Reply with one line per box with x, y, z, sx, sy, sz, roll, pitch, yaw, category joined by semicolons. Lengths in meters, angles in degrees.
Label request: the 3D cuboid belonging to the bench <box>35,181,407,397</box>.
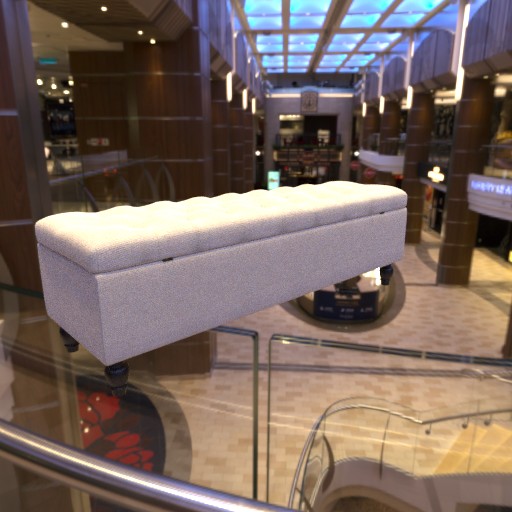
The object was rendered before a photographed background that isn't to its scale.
0.000;0.000;1.742;1.480;0.467;0.455;-14;21;-40;bench
